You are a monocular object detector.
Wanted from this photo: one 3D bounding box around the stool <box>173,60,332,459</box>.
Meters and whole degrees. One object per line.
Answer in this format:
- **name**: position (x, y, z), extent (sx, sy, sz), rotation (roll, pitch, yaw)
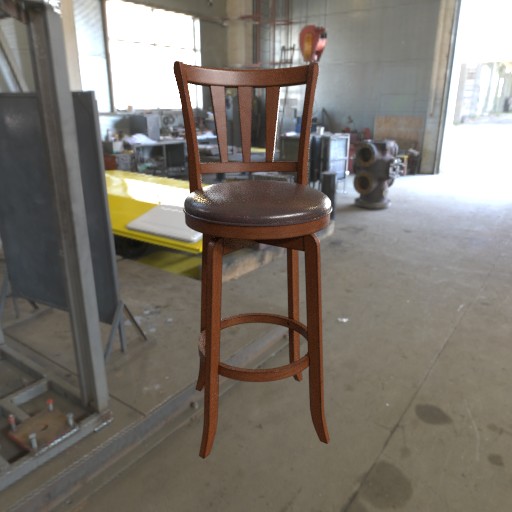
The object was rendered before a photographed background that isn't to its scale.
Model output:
- **stool**: position (0.000, 0.000, 1.429), extent (0.464, 1.177, 0.503), rotation (-3, 19, -9)
